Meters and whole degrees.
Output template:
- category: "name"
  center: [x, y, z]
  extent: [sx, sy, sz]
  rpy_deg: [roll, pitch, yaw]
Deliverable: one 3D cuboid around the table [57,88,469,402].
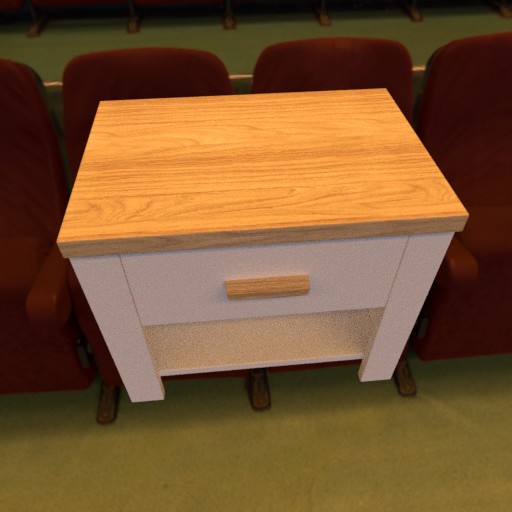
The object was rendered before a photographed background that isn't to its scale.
- category: "table"
  center: [0.000, 0.000, 0.805]
  extent: [0.500, 0.440, 0.360]
  rpy_deg: [-4, 46, -4]
